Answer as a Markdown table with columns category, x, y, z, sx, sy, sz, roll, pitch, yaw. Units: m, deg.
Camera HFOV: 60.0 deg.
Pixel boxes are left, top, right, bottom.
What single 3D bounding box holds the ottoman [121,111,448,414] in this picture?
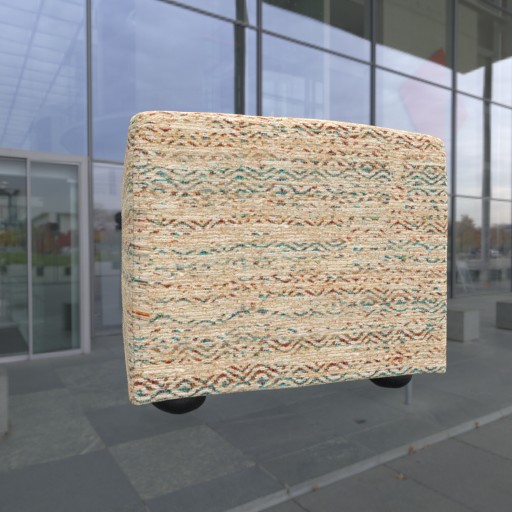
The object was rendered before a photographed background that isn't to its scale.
| category | x | y | z | sx | sy | sz | roll | pitch | yaw |
| --- | --- | --- | --- | --- | --- | --- | --- | --- | --- |
| ottoman | 0.000 | 0.000 | 0.891 | 0.512 | 0.453 | 0.521 | 0 | 1 | -18 |
